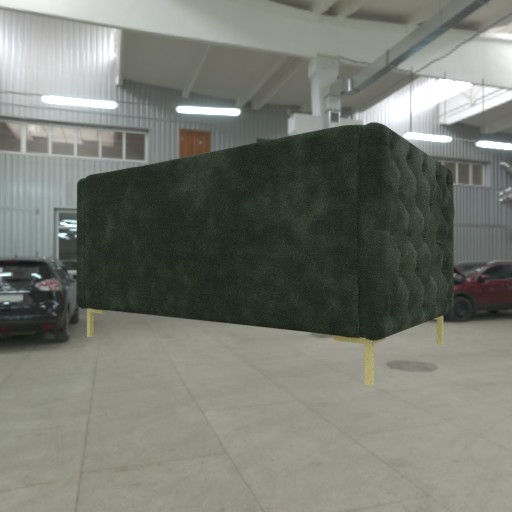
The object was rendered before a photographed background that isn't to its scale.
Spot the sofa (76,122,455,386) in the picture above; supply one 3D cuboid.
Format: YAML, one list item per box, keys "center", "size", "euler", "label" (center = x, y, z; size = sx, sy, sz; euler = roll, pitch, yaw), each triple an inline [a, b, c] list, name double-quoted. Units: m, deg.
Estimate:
- center: [0.000, 0.000, 2.029]
  size: [1.537, 0.768, 0.895]
  euler: [-1, -1, 36]
  label: "sofa"
